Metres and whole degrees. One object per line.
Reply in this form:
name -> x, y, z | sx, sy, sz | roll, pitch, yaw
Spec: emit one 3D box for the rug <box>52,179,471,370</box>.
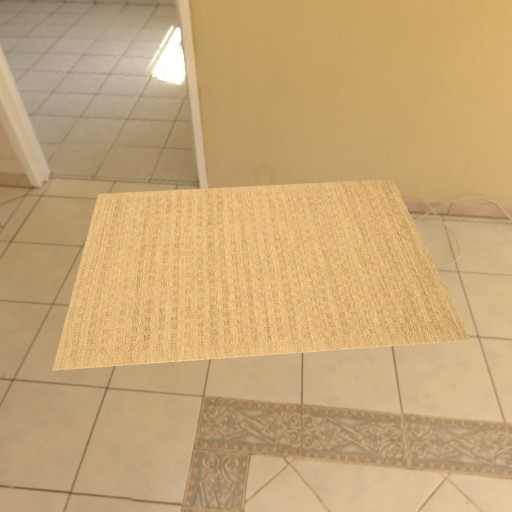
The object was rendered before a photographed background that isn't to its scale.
rug -> 0.000, 0.000, 2.242 | 1.752, 0.006, 1.142 | -3, 46, -3
